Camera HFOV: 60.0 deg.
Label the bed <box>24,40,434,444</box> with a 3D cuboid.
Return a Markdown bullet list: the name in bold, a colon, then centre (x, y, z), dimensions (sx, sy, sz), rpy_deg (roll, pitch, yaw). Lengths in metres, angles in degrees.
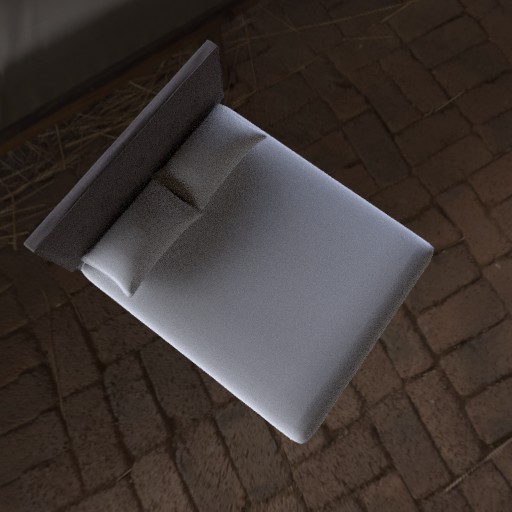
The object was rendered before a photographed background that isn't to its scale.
- **bed**: centre (0.000, 0.000, 2.856), dimensions (1.894, 1.089, 1.610), rpy_deg (36, 79, 8)
